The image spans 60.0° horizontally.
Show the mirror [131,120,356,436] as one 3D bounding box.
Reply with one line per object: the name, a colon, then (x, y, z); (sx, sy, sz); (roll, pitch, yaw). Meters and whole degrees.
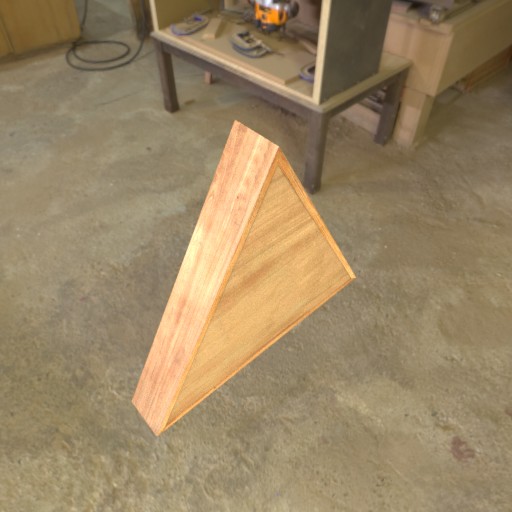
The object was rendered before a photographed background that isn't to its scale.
mirror: (0.000, 0.000, 0.867); (0.631, 0.548, 0.100); (-33, 56, -27)
